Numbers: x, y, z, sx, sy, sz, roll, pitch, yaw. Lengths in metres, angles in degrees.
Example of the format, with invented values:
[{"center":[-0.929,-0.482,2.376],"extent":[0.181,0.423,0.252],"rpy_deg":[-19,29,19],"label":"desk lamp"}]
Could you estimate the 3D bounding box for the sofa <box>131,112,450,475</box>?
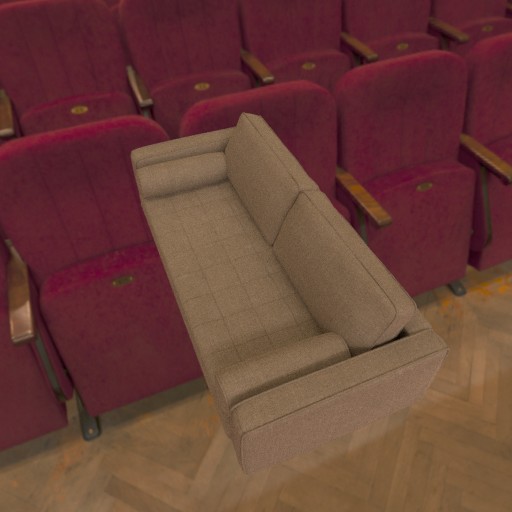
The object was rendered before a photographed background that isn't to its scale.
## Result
[{"center":[0.000,0.000,2.332],"extent":[0.914,0.762,1.879],"rpy_deg":[-17,49,-15],"label":"sofa"}]
